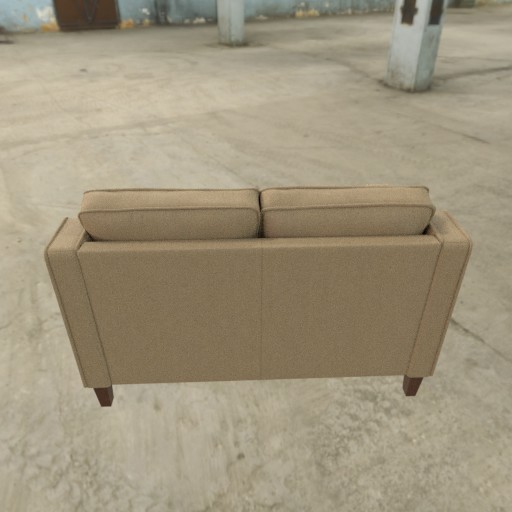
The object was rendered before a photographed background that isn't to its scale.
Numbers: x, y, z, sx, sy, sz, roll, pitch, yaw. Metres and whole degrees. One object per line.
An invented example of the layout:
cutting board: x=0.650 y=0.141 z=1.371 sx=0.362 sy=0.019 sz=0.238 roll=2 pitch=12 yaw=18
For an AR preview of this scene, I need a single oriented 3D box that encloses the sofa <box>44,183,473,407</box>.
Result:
sofa: x=0.000 y=0.000 z=2.126 sx=1.501 sy=0.971 sz=0.987 roll=-1 pitch=32 yaw=-2
